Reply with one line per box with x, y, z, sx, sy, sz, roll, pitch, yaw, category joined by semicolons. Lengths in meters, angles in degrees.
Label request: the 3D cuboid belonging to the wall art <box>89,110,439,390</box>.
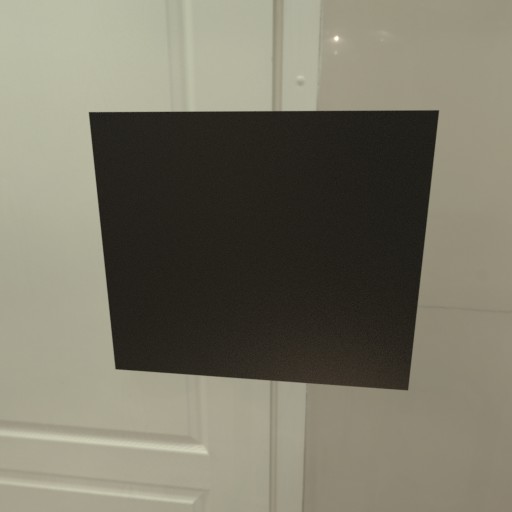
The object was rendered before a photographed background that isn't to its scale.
0.000;0.000;0.533;0.383;0.332;0.012;2;17;7;wall art
